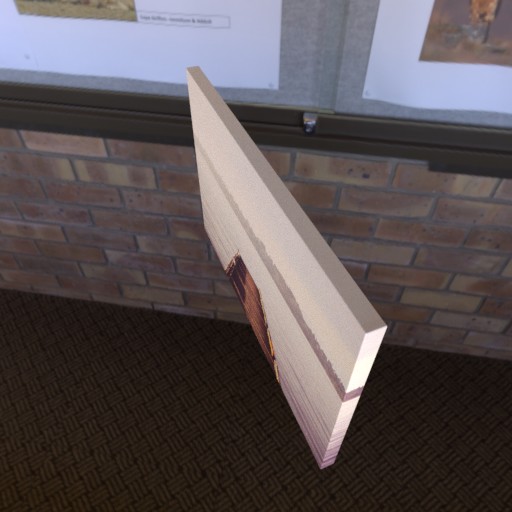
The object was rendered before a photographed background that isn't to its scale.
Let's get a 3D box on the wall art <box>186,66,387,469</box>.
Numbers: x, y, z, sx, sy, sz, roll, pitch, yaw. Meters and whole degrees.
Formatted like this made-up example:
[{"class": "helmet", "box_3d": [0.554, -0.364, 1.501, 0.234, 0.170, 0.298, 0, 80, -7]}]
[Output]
[{"class": "wall art", "box_3d": [0.000, 0.000, 1.150, 0.037, 0.609, 0.916, -17, 50, -15]}]
